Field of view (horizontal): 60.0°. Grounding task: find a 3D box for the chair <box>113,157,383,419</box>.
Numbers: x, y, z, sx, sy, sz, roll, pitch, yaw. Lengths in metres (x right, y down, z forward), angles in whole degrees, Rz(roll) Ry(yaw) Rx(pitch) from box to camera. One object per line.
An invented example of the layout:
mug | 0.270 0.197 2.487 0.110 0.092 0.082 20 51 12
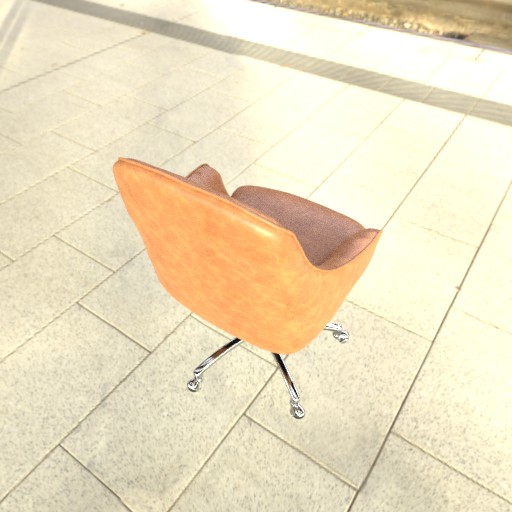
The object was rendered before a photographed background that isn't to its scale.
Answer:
chair | 0.000 0.000 1.336 0.628 0.909 0.615 25 50 22
